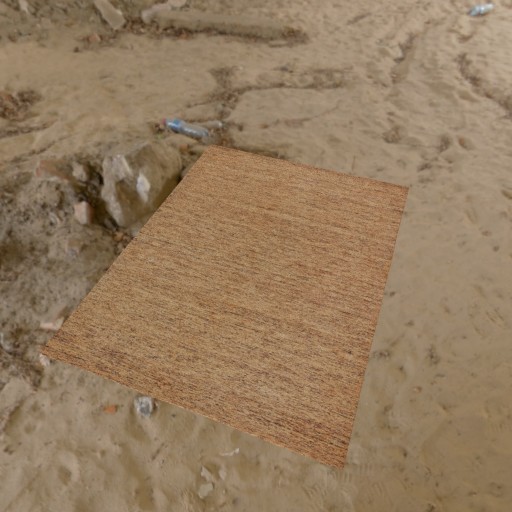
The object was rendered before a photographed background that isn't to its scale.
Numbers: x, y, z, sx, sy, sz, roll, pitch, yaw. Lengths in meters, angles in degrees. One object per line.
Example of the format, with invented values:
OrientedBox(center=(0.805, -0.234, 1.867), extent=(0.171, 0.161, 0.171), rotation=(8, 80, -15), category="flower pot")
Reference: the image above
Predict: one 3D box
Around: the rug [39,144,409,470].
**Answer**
OrientedBox(center=(0.000, 0.000, 4.222), extent=(2.438, 0.012, 3.200), rotation=(15, 48, 14), category="rug")
